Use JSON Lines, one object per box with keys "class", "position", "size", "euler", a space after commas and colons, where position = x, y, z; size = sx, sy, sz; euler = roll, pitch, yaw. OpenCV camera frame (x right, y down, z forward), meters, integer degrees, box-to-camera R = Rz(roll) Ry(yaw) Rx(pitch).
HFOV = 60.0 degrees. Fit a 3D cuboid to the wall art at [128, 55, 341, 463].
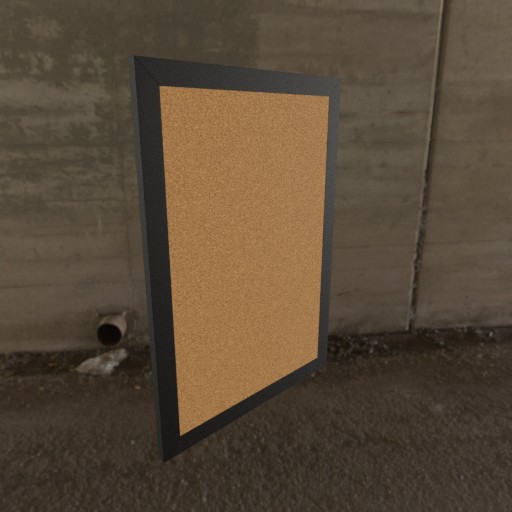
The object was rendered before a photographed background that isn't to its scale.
{"class": "wall art", "position": [0.000, 0.000, 0.589], "size": [0.326, 0.459, 0.011], "euler": [-16, 23, -42]}
